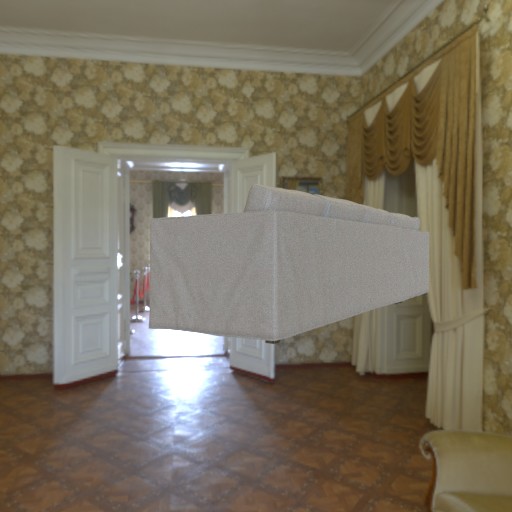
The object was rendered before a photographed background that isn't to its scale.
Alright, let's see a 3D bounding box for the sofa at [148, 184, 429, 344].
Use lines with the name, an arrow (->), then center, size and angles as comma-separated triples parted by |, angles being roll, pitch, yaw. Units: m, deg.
sofa -> 0.000, 0.000, 4.204 | 2.432, 0.871, 3.182 | 1, 1, 35
